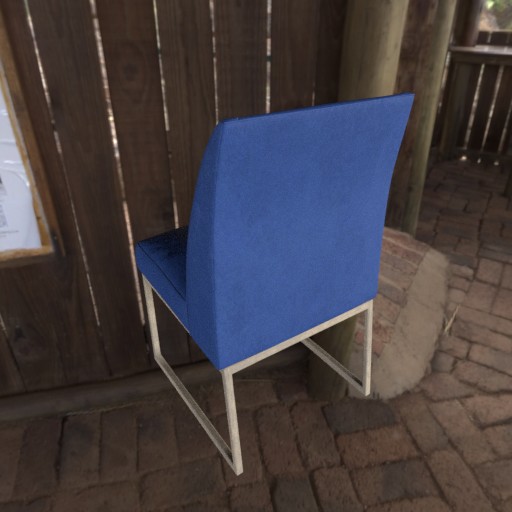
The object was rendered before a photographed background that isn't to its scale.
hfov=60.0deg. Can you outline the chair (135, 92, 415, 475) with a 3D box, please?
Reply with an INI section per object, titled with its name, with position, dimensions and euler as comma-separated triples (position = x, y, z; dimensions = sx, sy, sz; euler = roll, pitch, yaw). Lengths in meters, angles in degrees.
[chair]
position = 0.000, 0.000, 1.195
dimensions = 0.508, 0.863, 0.522
euler = -19, 34, -30
